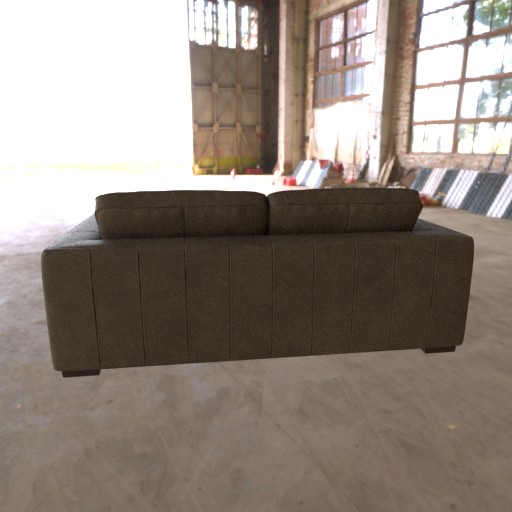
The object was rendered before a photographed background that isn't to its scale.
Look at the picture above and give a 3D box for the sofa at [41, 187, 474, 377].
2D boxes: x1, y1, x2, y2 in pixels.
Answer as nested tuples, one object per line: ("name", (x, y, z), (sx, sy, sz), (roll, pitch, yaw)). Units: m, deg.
("sofa", (0.000, 0.000, 2.448), (1.920, 0.800, 1.070), (-2, 15, -8))
